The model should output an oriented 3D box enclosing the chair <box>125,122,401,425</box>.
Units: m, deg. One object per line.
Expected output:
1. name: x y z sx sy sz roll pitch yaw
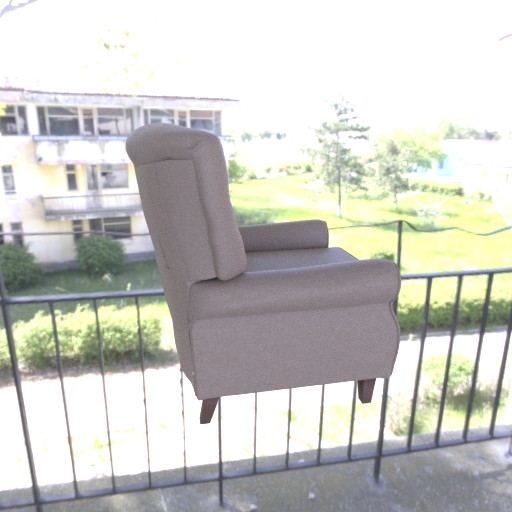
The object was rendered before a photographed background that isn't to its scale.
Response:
1. chair: 0.000 0.000 1.977 1.041 1.138 0.999 -3 17 -11
